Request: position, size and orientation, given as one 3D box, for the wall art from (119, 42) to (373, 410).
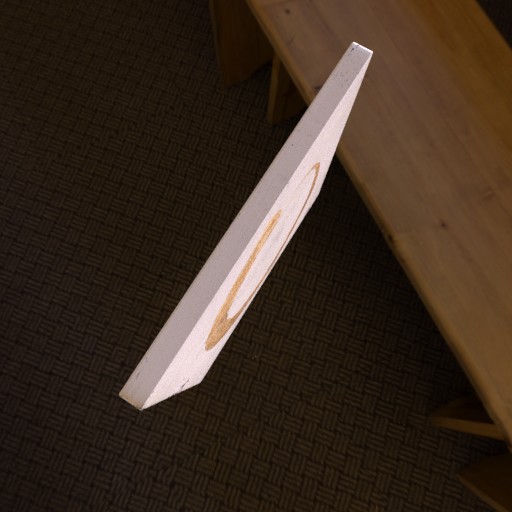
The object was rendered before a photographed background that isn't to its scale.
[{"bbox_3d":[0.000,0.000,0.912,0.040,0.611,0.610,31,79,7],"label":"wall art"}]
